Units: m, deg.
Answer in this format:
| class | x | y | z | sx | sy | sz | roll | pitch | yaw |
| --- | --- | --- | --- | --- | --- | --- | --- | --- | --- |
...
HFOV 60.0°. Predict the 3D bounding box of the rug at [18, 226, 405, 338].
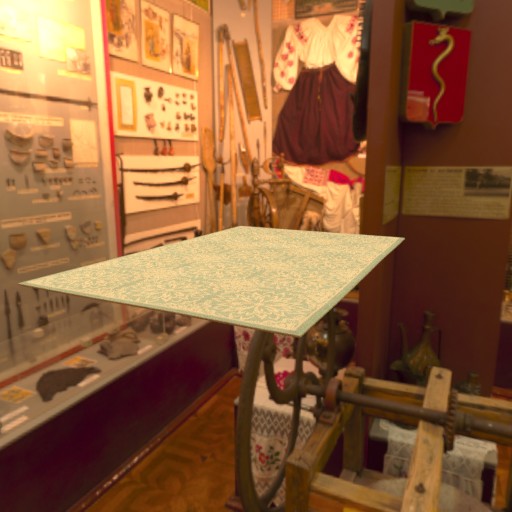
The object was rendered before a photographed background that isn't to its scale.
| class | x | y | z | sx | sy | sz | roll | pitch | yaw |
| --- | --- | --- | --- | --- | --- | --- | --- | --- | --- |
| rug | 0.000 | 0.000 | 3.460 | 1.819 | 0.018 | 2.746 | 6 | 13 | 26 |
